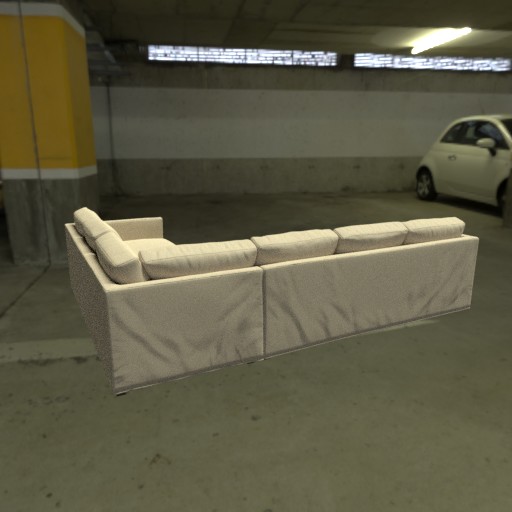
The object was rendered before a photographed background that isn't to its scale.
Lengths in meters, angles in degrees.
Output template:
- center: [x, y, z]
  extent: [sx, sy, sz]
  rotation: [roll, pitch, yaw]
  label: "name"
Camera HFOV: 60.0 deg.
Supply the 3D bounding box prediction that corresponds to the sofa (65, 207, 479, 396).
- center: [0.000, 0.000, 4.279]
  extent: [3.182, 0.871, 2.432]
  rotation: [-7, 16, -27]
  label: "sofa"
